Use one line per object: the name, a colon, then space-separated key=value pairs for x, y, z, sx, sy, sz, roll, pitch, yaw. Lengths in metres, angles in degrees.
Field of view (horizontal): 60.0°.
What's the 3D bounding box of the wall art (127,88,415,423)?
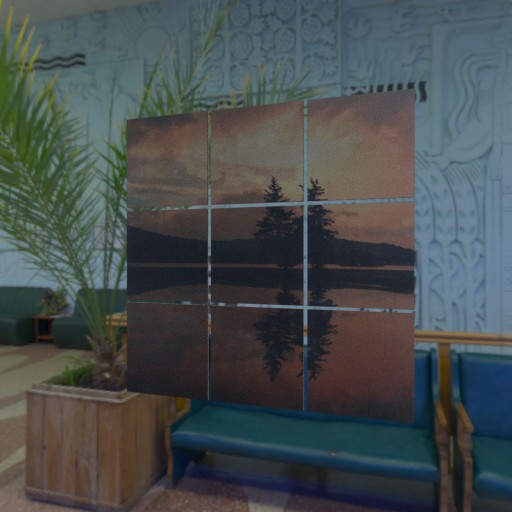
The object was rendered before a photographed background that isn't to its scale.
wall art: x=0.000 y=0.000 z=2.258 sx=1.520 sy=1.525 sz=0.013 roll=0 pitch=0 yaw=18
